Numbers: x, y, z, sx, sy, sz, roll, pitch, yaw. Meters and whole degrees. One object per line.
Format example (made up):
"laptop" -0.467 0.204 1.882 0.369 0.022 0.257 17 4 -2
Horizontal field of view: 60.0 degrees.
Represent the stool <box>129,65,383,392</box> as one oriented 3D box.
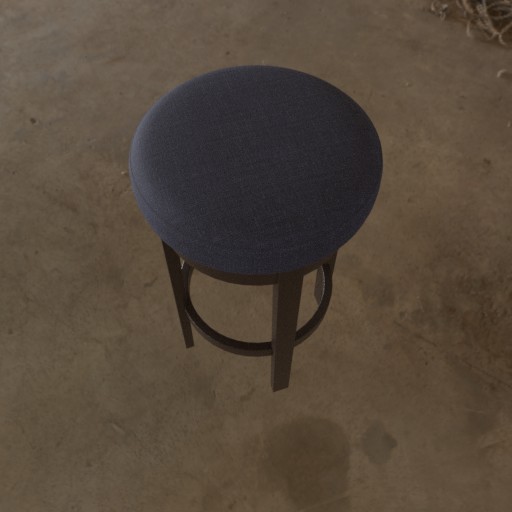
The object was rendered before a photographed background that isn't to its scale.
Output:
"stool" 0.000 0.000 1.037 0.446 0.758 0.446 0 58 0
